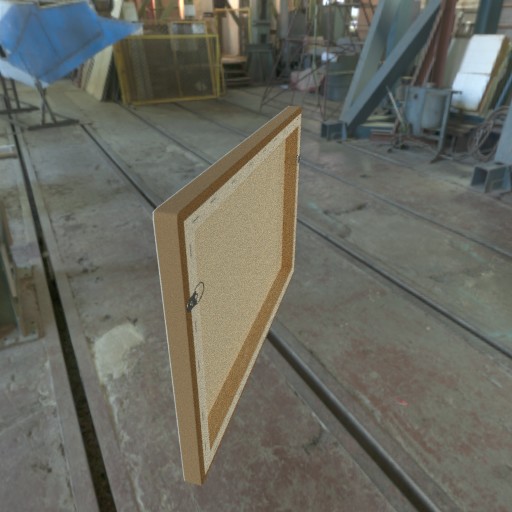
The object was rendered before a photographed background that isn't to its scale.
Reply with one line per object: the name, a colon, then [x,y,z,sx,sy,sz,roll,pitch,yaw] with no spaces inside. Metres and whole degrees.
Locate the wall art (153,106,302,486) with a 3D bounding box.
wall art: [0.000,0.000,0.483,0.019,0.254,0.380,8,29,14]
